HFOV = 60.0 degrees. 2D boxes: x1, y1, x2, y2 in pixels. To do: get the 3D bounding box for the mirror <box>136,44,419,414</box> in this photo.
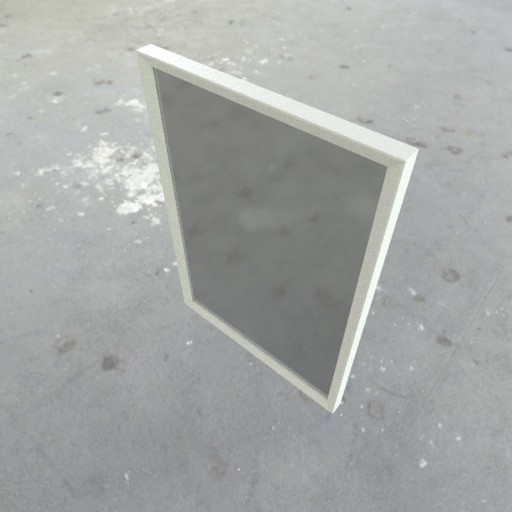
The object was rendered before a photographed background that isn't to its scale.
[{"bbox_3d":[0.000,0.000,0.914,0.507,0.710,0.039,32,54,26],"label":"mirror"}]
